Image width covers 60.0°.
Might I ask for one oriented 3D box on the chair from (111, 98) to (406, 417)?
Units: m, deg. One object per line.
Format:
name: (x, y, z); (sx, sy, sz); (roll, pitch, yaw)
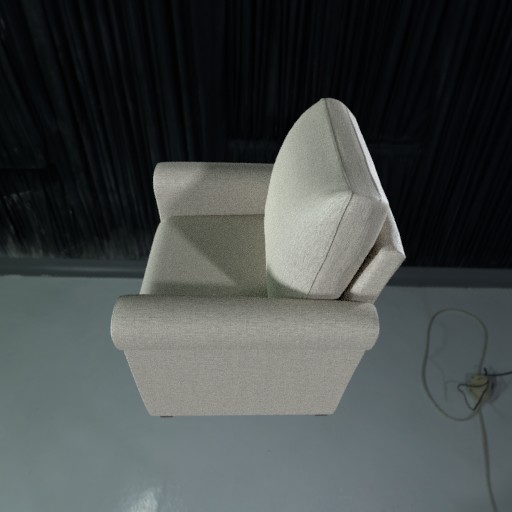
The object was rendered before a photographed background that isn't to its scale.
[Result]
chair: (0.000, 0.000, 2.304); (1.180, 1.349, 1.275); (0, 43, 0)
